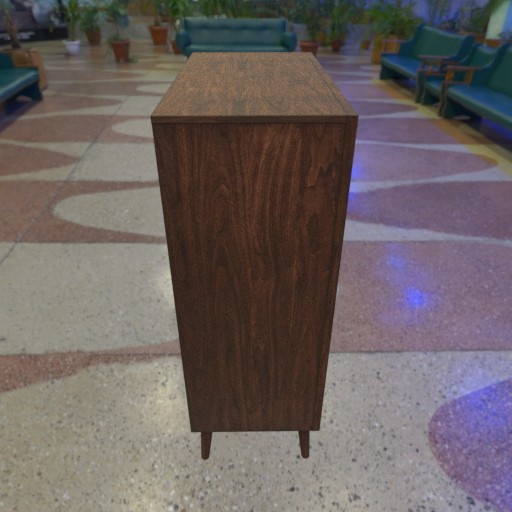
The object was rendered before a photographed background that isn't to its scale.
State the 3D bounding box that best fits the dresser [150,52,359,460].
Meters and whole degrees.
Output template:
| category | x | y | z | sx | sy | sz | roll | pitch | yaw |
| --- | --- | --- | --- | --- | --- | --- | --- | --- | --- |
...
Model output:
| category | x | y | z | sx | sy | sz | roll | pitch | yaw |
| --- | --- | --- | --- | --- | --- | --- | --- | --- | --- |
| dresser | 0.000 | 0.000 | 1.776 | 0.498 | 1.365 | 0.919 | 0 | 33 | -1 |
